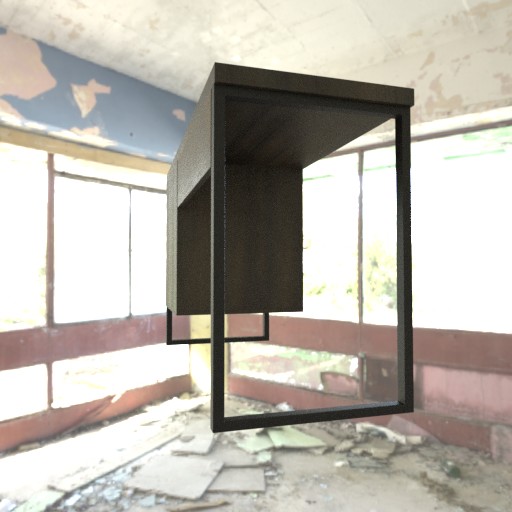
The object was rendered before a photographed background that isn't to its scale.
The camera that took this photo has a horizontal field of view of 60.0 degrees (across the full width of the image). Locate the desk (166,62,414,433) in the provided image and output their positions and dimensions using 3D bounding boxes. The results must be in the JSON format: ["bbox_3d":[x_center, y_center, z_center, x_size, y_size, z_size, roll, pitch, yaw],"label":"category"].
[{"bbox_3d":[0.000,0.000,1.506,0.511,0.752,1.134,1,-2,-16],"label":"desk"}]
